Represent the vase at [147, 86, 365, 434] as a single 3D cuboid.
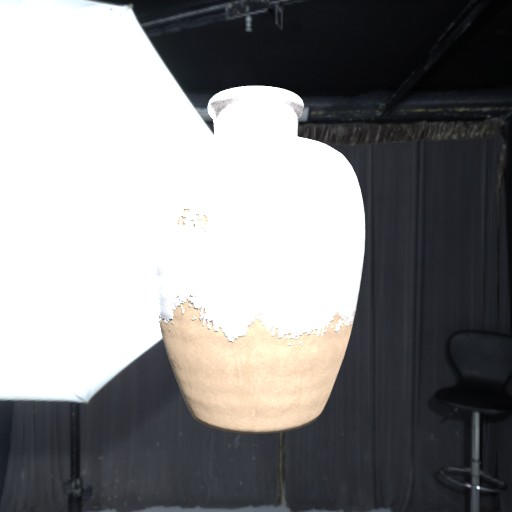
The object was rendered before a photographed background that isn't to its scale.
[{"bbox_3d":[0.000,0.000,0.330,0.158,0.228,0.158,0,0,0],"label":"vase"}]
